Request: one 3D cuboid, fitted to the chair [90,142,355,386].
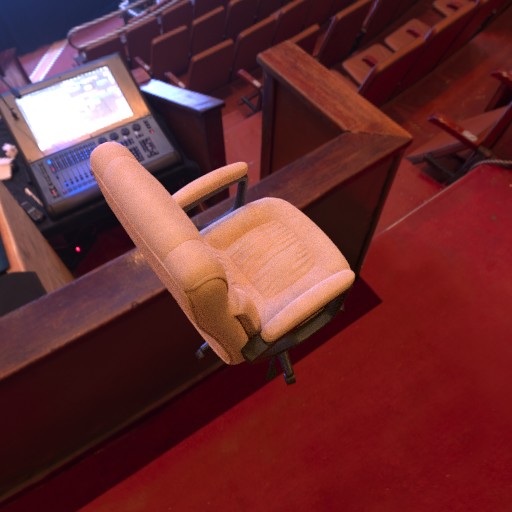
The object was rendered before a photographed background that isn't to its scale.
[{"bbox_3d":[0.000,0.000,1.547,0.724,1.105,0.667,-32,64,-18],"label":"chair"}]
